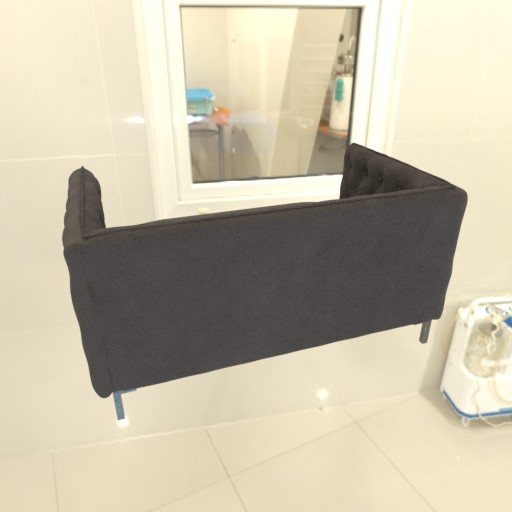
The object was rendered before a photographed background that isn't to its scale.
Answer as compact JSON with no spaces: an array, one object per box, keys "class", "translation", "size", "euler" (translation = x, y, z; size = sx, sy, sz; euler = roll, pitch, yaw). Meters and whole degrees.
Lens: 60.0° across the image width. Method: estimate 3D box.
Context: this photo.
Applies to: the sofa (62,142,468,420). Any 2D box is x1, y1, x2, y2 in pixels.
[{"class":"sofa","translation":[0.000,0.000,2.113],"size":[1.583,0.810,0.909],"euler":[-9,28,-17]}]
